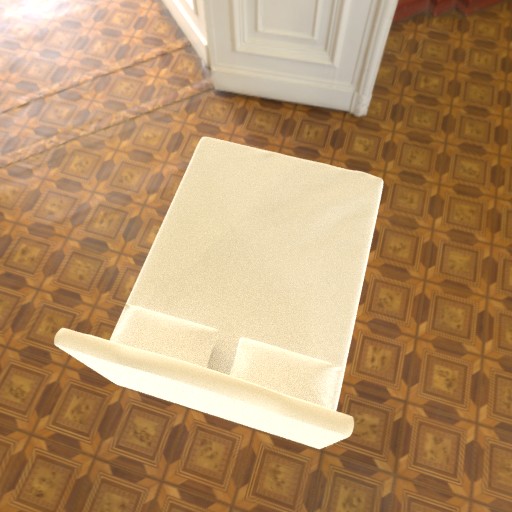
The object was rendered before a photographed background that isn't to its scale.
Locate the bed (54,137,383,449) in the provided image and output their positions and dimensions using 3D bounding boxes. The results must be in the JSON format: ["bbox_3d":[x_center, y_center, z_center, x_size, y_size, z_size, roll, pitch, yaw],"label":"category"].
[{"bbox_3d":[0.000,0.000,3.408,1.821,1.436,2.282,15,65,7],"label":"bed"}]
